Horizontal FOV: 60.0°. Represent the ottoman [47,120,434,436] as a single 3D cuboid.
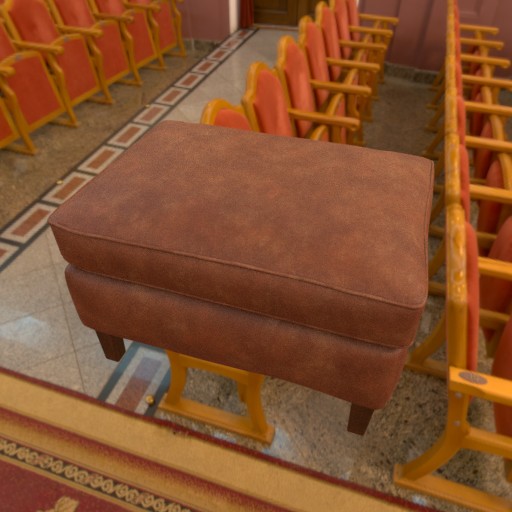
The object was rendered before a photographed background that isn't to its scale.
[{"bbox_3d":[0.000,0.000,0.970,0.665,0.418,0.501,12,42,14],"label":"ottoman"}]
